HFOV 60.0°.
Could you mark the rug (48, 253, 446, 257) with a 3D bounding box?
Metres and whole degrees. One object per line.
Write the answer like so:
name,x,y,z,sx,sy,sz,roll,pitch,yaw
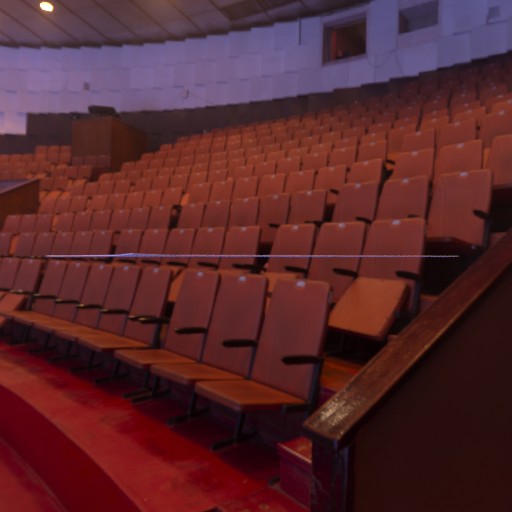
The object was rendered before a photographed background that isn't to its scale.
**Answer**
rug,0.000,0.000,2.334,1.813,0.008,1.223,0,0,-36
